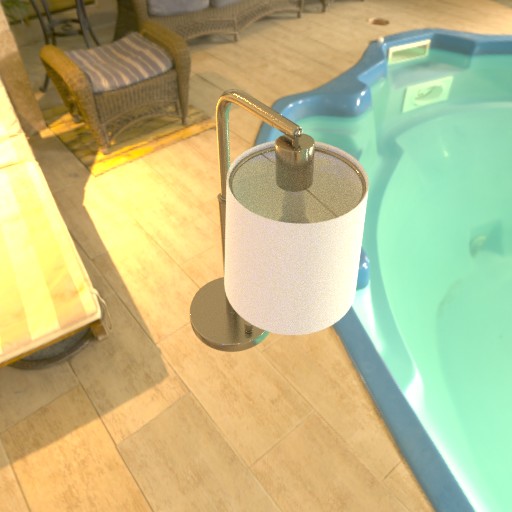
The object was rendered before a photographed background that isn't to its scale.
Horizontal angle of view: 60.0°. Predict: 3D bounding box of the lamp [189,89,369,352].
[{"bbox_3d":[0.000,0.000,0.646,0.171,0.489,0.333,-25,51,-22],"label":"lamp"}]
